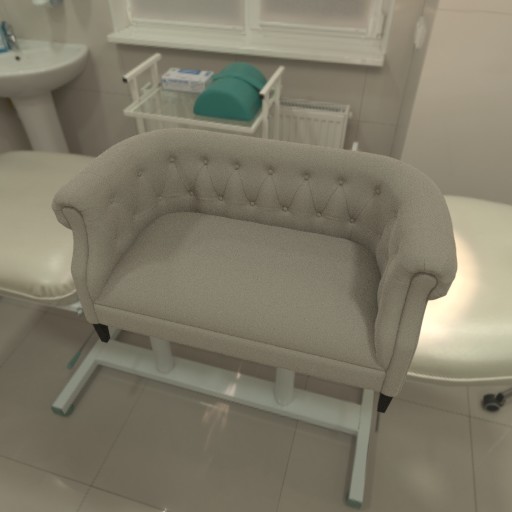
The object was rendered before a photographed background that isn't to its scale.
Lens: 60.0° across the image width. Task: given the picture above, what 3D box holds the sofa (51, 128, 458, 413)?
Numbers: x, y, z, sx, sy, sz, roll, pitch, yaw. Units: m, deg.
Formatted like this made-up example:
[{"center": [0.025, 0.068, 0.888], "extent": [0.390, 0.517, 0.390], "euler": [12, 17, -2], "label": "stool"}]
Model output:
[{"center": [0.000, 0.000, 2.049], "extent": [1.558, 0.827, 0.835], "euler": [11, 43, 12], "label": "sofa"}]
